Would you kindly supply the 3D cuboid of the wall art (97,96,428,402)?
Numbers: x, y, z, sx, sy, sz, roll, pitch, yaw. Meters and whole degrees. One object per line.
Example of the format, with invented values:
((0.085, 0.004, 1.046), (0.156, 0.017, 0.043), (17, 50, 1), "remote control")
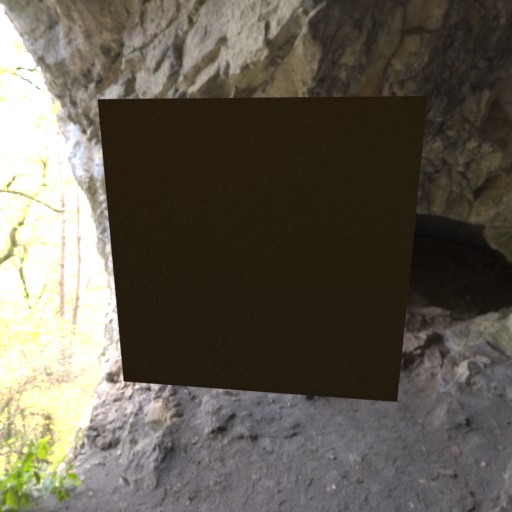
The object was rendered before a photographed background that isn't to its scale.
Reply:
((0.000, 0.000, 0.753), (0.503, 0.506, 0.030), (2, 16, 7), "wall art")
